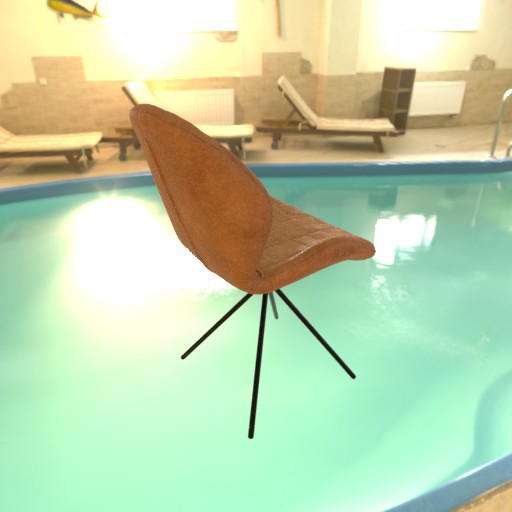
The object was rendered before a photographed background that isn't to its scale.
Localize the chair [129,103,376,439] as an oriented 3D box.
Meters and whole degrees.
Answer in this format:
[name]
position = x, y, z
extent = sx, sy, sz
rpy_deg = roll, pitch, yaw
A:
[chair]
position = 0.000, 0.000, 1.344
extent = 0.640, 0.929, 0.527
rpy_deg = -18, 32, -31
